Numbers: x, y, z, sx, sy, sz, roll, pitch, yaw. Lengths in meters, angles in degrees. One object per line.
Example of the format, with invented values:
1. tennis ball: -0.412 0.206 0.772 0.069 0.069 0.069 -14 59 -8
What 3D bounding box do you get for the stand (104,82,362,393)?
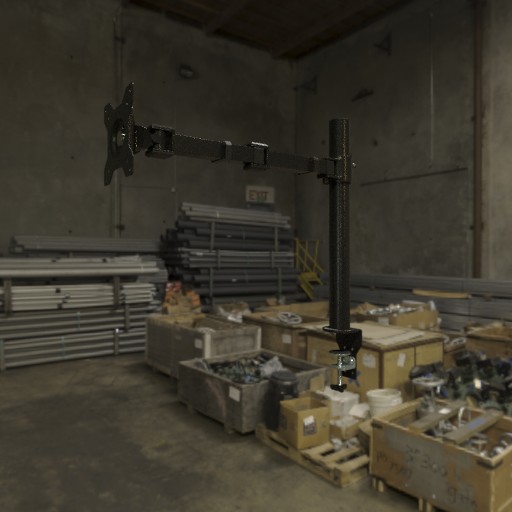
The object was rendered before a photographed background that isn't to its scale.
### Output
1. stand: 0.000 0.000 0.723 0.456 0.510 0.115 0 0 -36
